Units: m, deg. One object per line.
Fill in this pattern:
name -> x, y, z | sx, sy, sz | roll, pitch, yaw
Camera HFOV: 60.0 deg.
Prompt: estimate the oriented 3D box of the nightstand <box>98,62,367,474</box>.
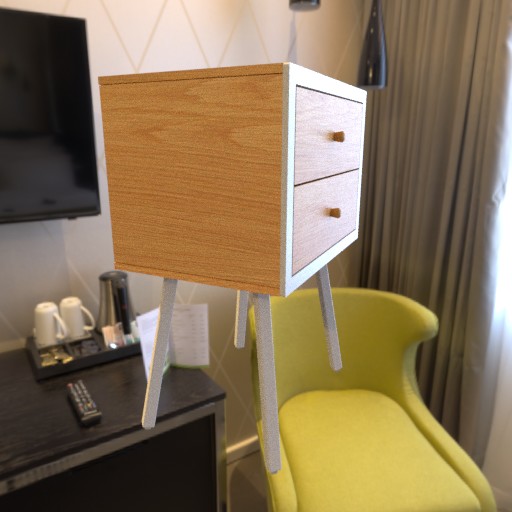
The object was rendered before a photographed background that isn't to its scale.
nightstand -> 0.000, 0.000, 0.830 | 0.316, 0.601, 0.400 | 7, 17, 25
